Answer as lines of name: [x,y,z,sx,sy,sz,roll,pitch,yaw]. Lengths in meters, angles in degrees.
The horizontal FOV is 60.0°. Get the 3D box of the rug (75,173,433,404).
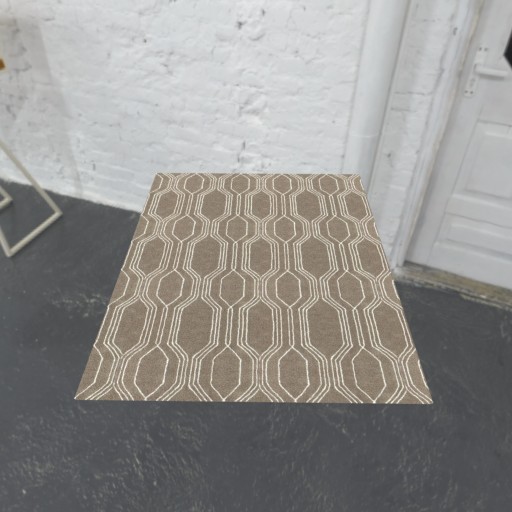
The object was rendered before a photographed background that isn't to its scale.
rug: [0.000,0.000,4.193,2.457,0.012,3.062,0,41,1]
